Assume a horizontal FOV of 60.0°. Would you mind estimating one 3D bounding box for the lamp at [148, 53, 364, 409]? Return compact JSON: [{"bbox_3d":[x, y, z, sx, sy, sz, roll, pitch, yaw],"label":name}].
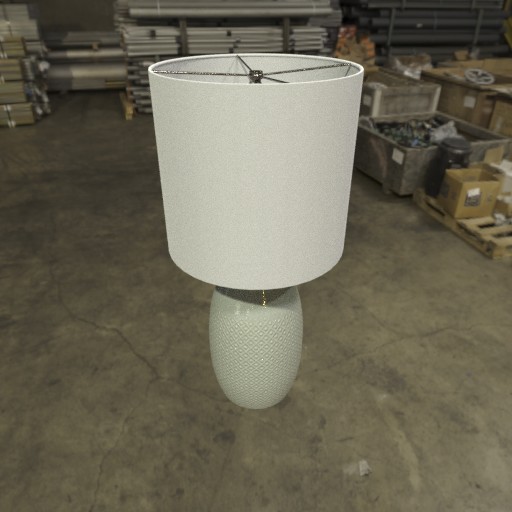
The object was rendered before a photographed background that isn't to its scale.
[{"bbox_3d":[0.000,0.000,0.569,0.217,0.453,0.217,-8,31,-13],"label":"lamp"}]
